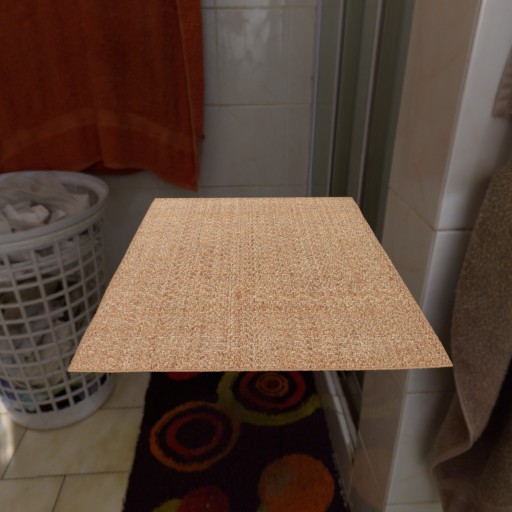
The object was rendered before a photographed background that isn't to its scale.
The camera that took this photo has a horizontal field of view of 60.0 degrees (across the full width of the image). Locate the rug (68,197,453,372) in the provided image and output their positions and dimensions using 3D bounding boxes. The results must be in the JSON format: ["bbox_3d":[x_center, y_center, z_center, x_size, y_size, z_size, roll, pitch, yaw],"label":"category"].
[{"bbox_3d":[0.000,0.000,4.086,2.439,0.013,3.048,-1,28,-1],"label":"rug"}]
